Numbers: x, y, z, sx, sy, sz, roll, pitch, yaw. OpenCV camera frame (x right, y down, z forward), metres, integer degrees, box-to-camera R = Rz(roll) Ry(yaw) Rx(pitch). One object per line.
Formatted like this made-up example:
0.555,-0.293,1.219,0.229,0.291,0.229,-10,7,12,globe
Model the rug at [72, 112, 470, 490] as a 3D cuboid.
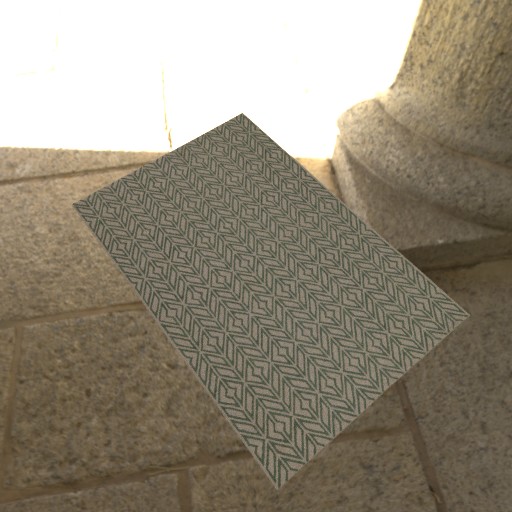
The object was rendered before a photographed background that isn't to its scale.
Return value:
0.000,0.000,2.335,1.220,0.007,1.828,-34,65,-19,rug
